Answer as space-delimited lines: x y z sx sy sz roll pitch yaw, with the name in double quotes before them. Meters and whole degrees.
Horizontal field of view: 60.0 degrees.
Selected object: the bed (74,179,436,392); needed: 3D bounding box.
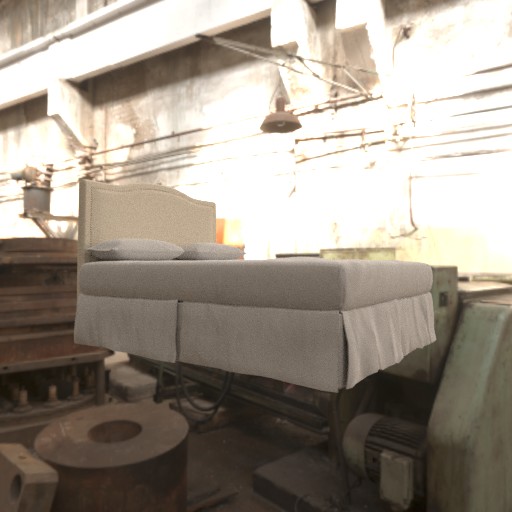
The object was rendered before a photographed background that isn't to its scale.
"bed" 0.000 0.000 3.698 2.477 1.437 1.977 -1 -1 35
